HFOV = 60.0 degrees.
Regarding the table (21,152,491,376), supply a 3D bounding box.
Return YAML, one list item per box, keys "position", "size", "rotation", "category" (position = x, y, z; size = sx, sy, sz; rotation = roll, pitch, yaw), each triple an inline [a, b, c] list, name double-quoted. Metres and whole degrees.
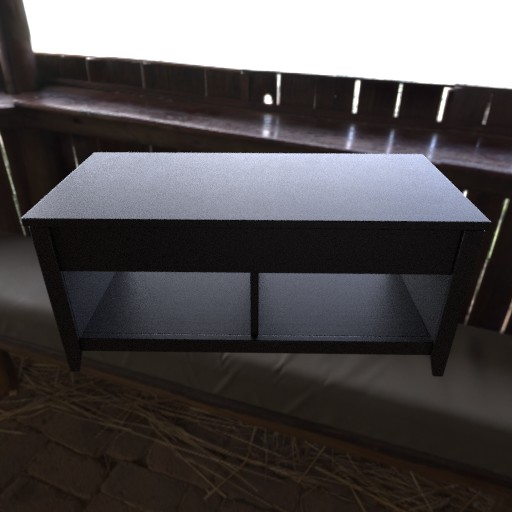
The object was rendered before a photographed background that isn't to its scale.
- position: [0.000, 0.000, 1.278]
  size: [1.016, 0.457, 0.483]
  rotation: [1, 30, 1]
  category: "table"
